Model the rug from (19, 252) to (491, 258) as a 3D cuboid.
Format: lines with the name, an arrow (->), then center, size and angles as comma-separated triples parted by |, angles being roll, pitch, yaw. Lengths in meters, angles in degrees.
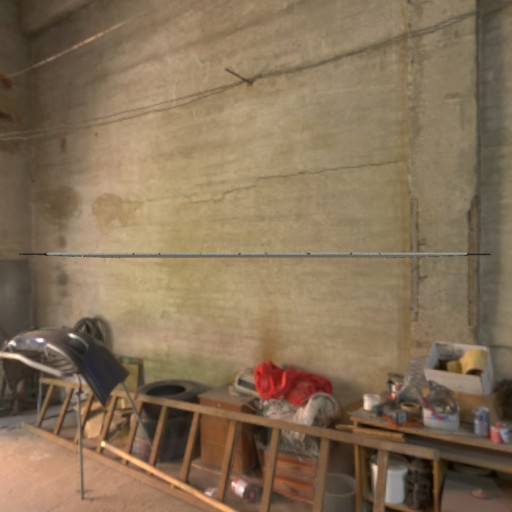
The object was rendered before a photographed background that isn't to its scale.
rug -> 0.000, 0.000, 3.290 | 2.755, 0.021, 1.524 | 0, -1, -1
